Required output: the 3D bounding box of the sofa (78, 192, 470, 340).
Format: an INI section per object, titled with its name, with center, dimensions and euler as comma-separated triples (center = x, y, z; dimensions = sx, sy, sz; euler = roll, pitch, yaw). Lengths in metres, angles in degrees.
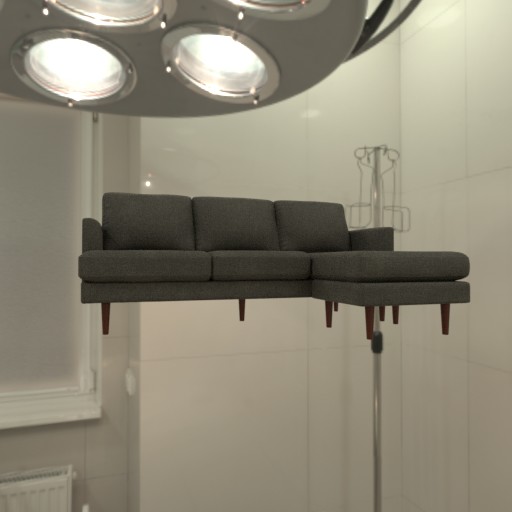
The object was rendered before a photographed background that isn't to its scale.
[sofa]
center = 0.000, 0.000, 3.007
dimensions = 2.233, 0.956, 1.504
euler = 0, -1, -19
